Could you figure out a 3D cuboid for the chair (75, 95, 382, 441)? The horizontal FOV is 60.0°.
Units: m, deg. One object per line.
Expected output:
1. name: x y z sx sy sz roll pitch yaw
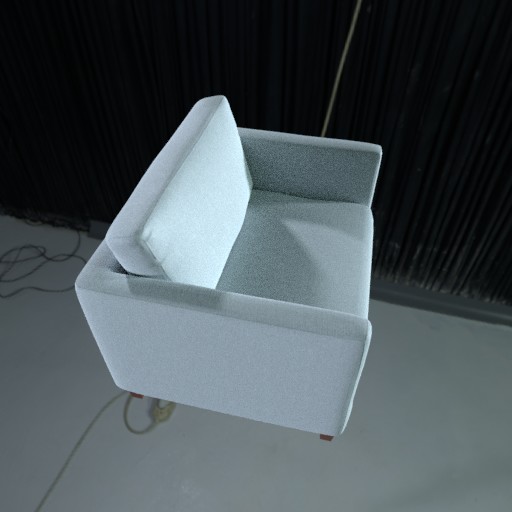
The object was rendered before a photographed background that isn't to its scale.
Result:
1. chair: 0.000 0.000 1.857 0.953 0.961 1.107 9 46 9
